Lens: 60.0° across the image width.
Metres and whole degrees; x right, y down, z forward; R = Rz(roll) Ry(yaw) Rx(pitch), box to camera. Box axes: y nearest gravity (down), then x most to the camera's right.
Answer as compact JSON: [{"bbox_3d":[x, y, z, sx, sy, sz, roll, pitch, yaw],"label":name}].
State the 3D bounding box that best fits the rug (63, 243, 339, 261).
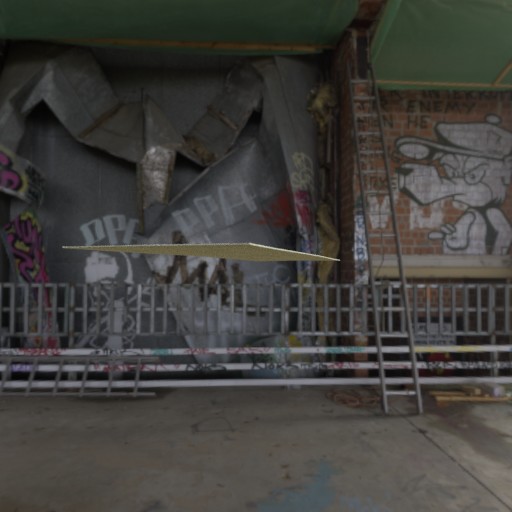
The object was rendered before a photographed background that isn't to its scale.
[{"bbox_3d":[0.000,0.000,2.543,0.686,0.013,2.340,-1,-2,17],"label":"rug"}]
